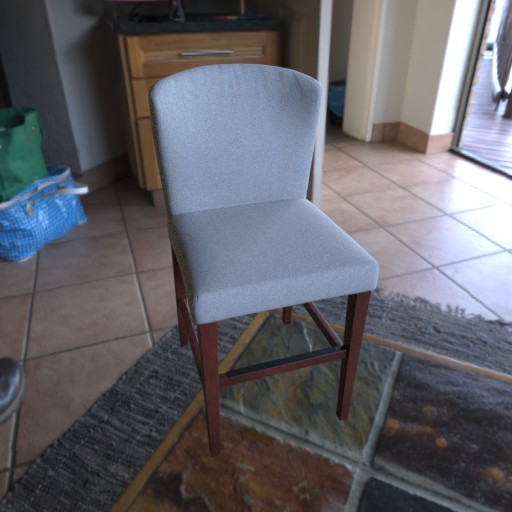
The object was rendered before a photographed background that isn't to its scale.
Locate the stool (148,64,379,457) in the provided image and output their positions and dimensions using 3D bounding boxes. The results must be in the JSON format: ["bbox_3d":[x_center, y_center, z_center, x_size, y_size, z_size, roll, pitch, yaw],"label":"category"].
[{"bbox_3d":[0.000,0.000,1.286,0.479,0.968,0.568,-9,32,-15],"label":"stool"}]
